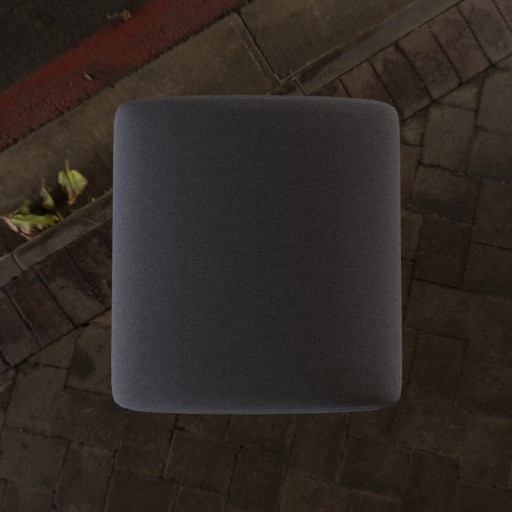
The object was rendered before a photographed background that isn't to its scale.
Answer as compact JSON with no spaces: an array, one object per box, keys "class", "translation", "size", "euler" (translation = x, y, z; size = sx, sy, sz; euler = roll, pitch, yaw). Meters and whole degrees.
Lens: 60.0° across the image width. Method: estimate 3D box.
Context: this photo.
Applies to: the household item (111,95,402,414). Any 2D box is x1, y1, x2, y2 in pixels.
[{"class":"household item","translation":[0.000,0.000,0.888],"size":[0.530,0.410,0.530],"euler":[0,88,-1]}]
